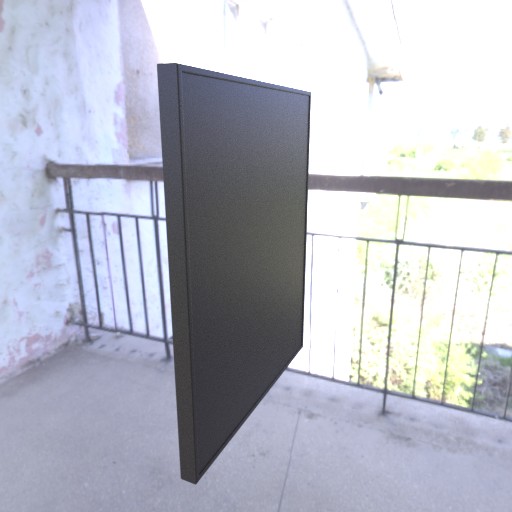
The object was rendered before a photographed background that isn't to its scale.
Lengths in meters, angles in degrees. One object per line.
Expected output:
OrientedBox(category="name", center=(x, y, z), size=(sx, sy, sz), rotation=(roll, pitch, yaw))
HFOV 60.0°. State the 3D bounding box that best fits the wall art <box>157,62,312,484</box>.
OrientedBox(category="wall art", center=(0.000, 0.000, 0.750), size=(0.028, 0.551, 0.451), rotation=(8, 18, 24))
